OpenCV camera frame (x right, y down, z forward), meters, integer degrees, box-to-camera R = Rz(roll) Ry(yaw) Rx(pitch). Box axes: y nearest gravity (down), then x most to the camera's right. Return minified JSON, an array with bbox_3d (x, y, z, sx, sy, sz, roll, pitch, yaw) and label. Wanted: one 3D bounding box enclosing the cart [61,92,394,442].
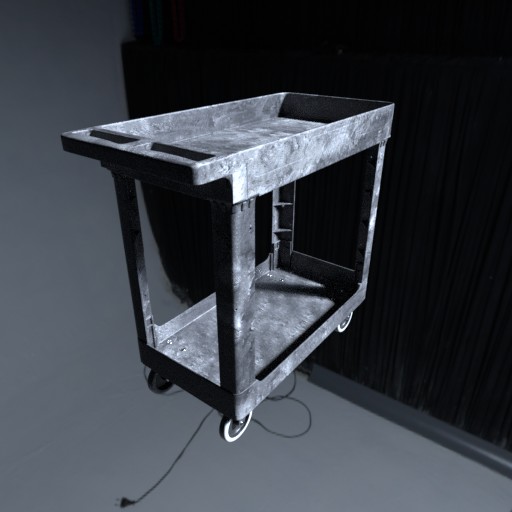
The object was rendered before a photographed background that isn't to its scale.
[{"bbox_3d":[0.000,0.000,1.344,0.420,0.824,0.877,19,33,33],"label":"cart"}]
